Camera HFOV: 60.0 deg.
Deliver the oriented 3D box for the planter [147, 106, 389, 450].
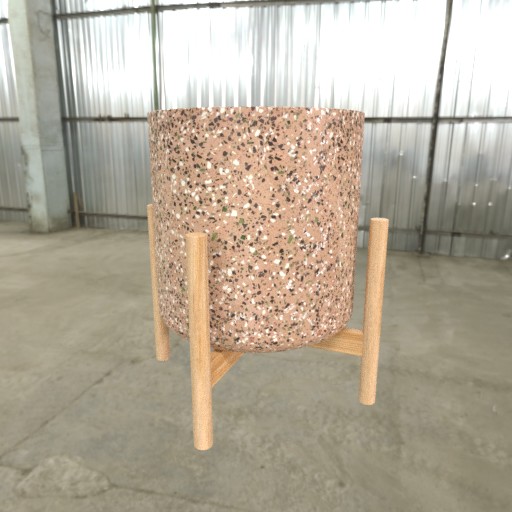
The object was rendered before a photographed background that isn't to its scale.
[{"bbox_3d":[0.000,0.000,0.687,0.360,0.419,0.360,14,20,43],"label":"planter"}]
